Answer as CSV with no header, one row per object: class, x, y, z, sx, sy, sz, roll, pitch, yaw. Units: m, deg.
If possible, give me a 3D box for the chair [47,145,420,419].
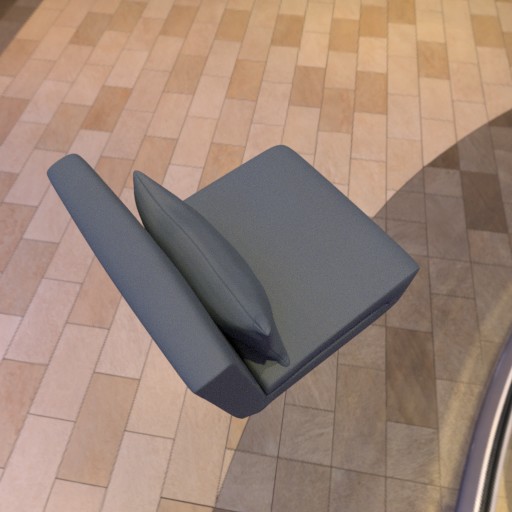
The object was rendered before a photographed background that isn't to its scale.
chair,0.000,0.000,1.512,0.900,0.808,0.770,-33,63,-19
